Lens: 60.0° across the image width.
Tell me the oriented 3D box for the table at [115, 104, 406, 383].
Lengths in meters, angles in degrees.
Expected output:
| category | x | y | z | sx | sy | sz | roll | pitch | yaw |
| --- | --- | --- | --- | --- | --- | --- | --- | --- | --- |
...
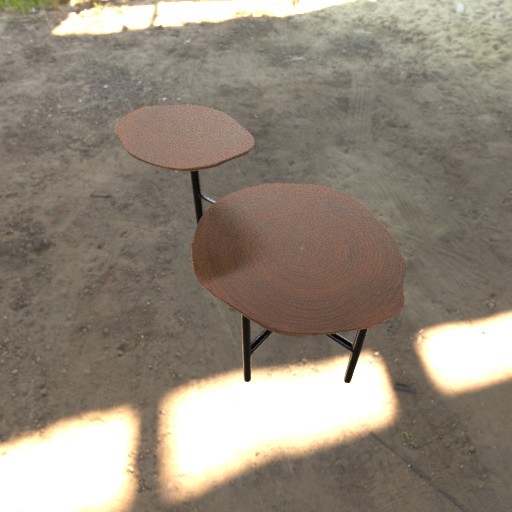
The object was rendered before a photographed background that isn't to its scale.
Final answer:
| category | x | y | z | sx | sy | sz | roll | pitch | yaw |
| --- | --- | --- | --- | --- | --- | --- | --- | --- | --- |
| table | 0.000 | 0.000 | 1.115 | 0.759 | 0.538 | 0.442 | 31 | 54 | 26 |
